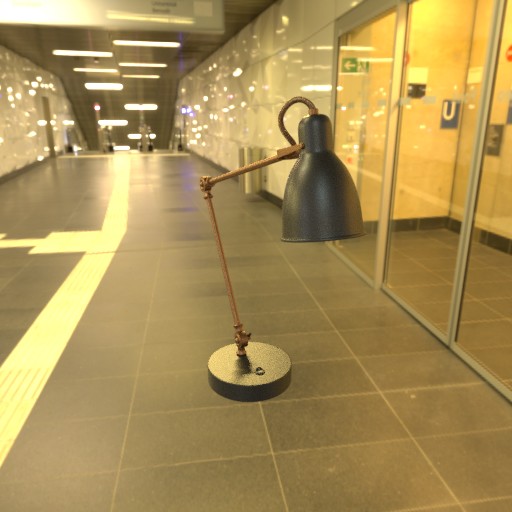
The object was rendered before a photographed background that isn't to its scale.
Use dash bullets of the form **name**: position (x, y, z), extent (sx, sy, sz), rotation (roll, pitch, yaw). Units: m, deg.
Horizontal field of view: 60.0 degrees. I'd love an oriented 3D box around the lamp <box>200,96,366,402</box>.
- **lamp**: position (0.000, 0.000, 0.886), extent (0.187, 0.587, 0.561), rotation (-9, 19, -27)
